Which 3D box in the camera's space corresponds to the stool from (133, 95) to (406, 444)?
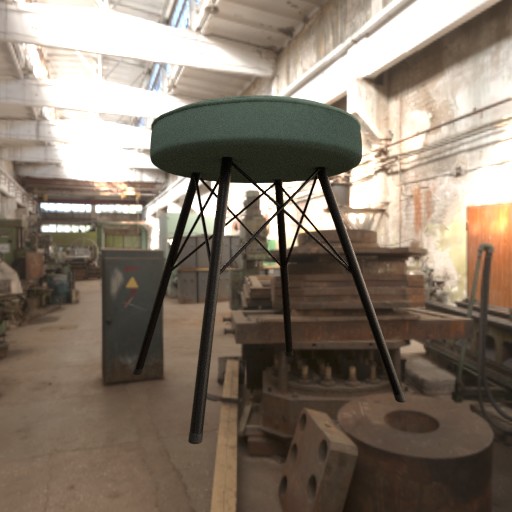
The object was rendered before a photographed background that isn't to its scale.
[{"bbox_3d":[0.000,0.000,0.879,0.457,0.519,0.458,0,0,-18],"label":"stool"}]
